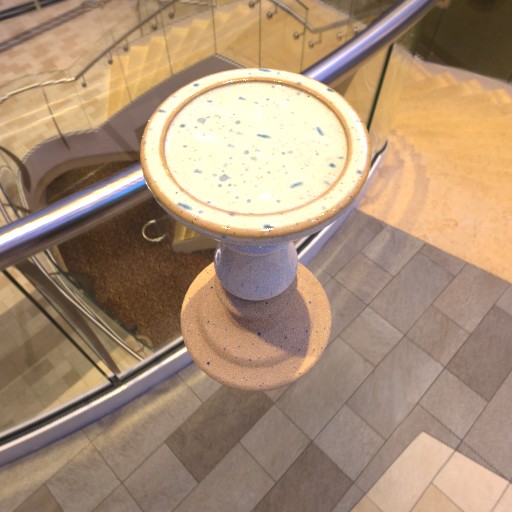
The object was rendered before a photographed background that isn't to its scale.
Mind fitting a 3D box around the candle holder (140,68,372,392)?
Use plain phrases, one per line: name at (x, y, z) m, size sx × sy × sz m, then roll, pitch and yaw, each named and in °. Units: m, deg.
candle holder at (0.000, 0.000, 0.284) m, size 0.123 × 0.202 × 0.123 m, roll 0°, pitch 59°, yaw 0°
